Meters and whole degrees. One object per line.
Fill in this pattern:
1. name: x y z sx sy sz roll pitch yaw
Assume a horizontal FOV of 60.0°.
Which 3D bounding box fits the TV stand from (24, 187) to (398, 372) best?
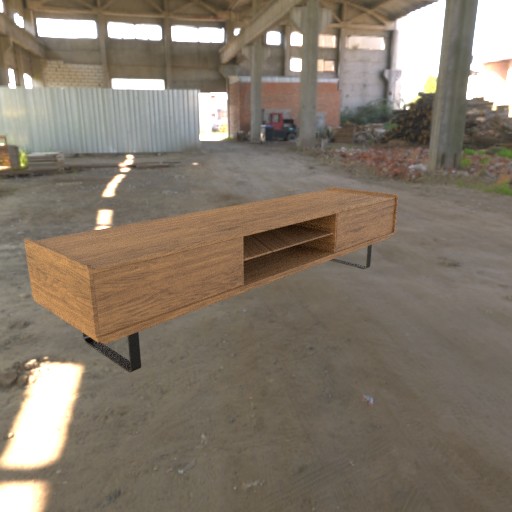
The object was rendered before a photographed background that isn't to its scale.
1. TV stand: 0.000 0.000 2.031 0.467 0.415 1.796 15 22 41
